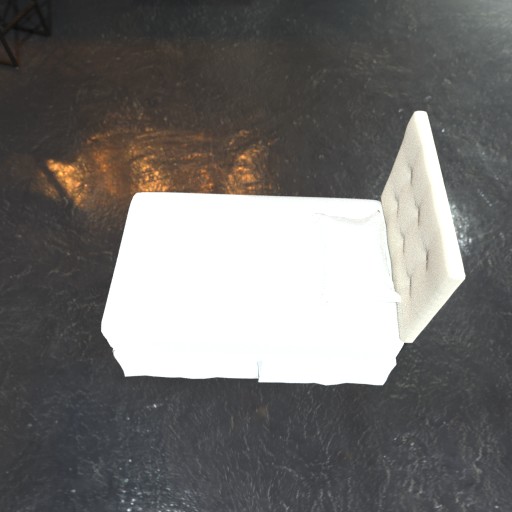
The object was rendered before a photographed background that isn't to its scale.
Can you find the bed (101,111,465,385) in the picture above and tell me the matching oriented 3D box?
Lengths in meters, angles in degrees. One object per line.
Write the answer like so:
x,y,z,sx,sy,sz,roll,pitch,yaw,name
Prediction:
0.000,0.000,2.991,1.997,1.571,1.261,2,58,1,bed
